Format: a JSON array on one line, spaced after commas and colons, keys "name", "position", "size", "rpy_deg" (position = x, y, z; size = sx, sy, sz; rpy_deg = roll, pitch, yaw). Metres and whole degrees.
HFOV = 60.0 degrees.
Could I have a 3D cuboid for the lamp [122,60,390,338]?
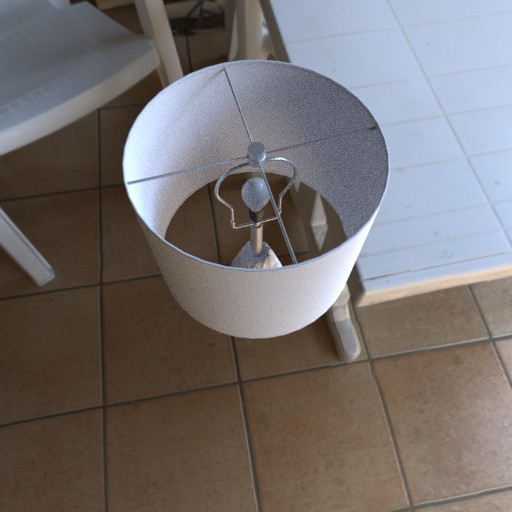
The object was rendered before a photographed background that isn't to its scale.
[{"name": "lamp", "position": [0.000, 0.000, 0.723], "size": [0.297, 0.522, 0.297], "rpy_deg": [0, 63, 0]}]
